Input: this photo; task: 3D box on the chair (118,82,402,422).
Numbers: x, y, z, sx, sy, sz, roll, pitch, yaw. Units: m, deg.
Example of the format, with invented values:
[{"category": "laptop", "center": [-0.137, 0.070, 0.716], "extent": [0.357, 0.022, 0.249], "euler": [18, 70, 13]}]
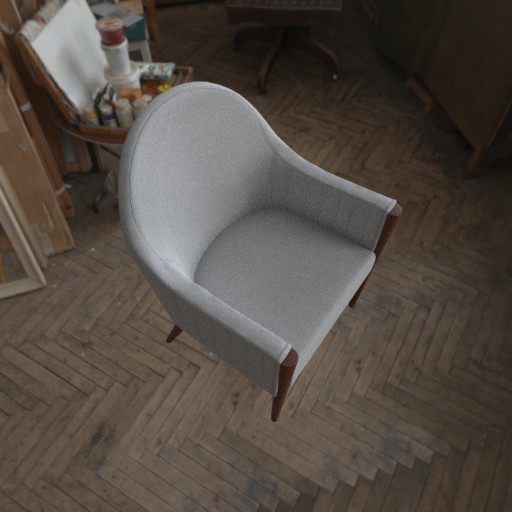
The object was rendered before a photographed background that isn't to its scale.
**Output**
[{"category": "chair", "center": [0.000, 0.000, 1.361], "extent": [0.620, 0.889, 0.610], "euler": [31, 62, 19]}]
